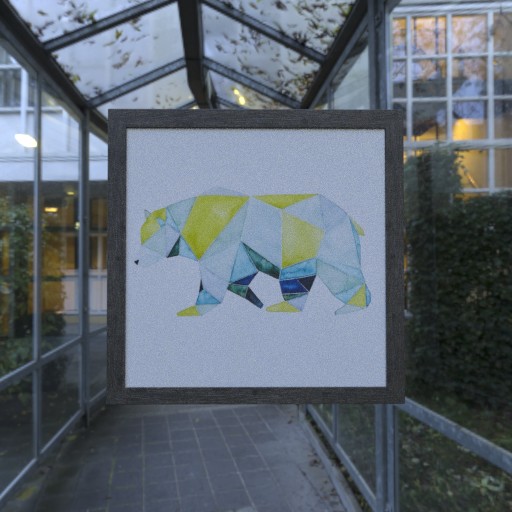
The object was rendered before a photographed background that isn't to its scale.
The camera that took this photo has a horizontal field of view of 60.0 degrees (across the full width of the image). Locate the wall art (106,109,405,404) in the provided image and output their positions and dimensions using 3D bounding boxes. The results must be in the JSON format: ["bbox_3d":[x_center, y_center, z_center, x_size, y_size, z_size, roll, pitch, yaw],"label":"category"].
[{"bbox_3d":[0.000,0.000,0.702,0.462,0.459,0.027,0,-1,0],"label":"wall art"}]
